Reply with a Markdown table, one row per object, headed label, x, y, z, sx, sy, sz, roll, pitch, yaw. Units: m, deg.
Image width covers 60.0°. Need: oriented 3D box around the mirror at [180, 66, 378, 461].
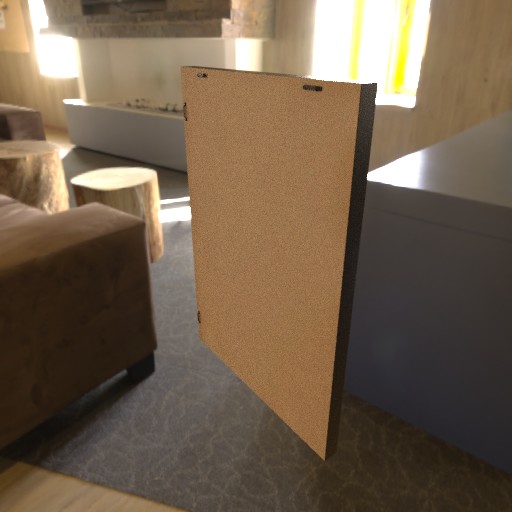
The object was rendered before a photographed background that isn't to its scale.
| label | x | y | z | sx | sy | sz | roll | pitch | yaw |
| --- | --- | --- | --- | --- | --- | --- | --- | --- | --- |
| mirror | 0.000 | 0.000 | 0.927 | 0.039 | 0.710 | 0.507 | -18 | 31 | -32 |
